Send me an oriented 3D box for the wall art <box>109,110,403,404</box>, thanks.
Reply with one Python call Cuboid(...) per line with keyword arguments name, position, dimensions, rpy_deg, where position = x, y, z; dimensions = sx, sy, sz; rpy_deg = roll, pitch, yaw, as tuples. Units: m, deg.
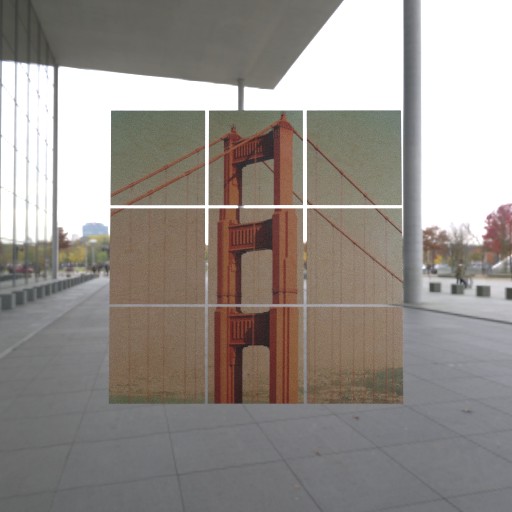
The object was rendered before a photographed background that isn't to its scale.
Cuboid(name="wall art", position=(0.000, 0.000, 2.304), dimensions=(1.517, 1.523, 0.013), rpy_deg=(0, -1, 0))
